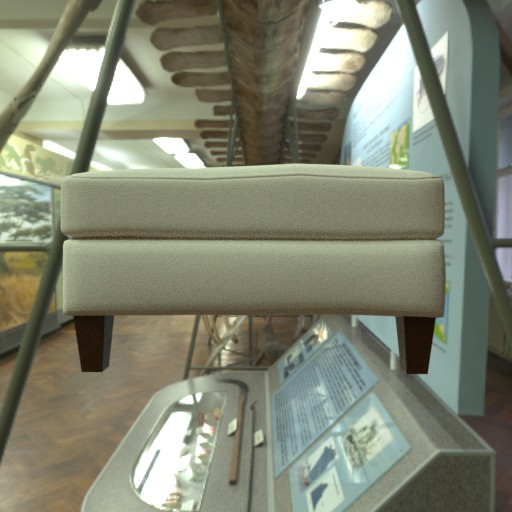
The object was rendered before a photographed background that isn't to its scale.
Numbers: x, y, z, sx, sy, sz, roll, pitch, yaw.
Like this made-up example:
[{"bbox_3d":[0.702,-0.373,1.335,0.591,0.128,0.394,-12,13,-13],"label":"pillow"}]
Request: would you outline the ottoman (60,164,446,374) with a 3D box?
[{"bbox_3d":[0.000,0.000,1.341,0.838,0.479,0.838,0,3,1],"label":"ottoman"}]
